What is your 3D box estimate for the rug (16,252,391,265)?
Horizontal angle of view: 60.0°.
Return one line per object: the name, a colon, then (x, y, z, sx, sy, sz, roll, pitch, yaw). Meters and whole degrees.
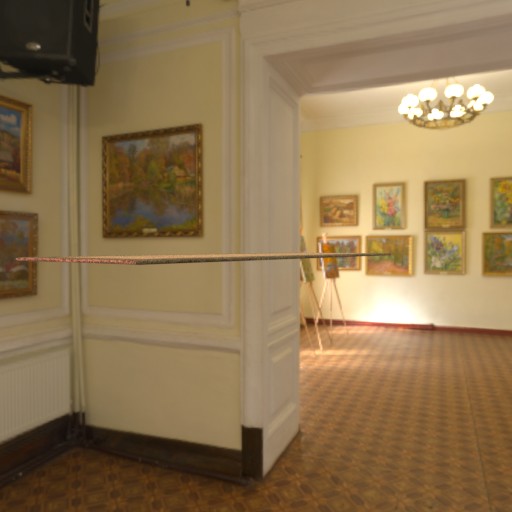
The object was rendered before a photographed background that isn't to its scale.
rug: (0.000, 0.000, 2.621, 0.810, 0.016, 2.413, 1, 1, 36)
